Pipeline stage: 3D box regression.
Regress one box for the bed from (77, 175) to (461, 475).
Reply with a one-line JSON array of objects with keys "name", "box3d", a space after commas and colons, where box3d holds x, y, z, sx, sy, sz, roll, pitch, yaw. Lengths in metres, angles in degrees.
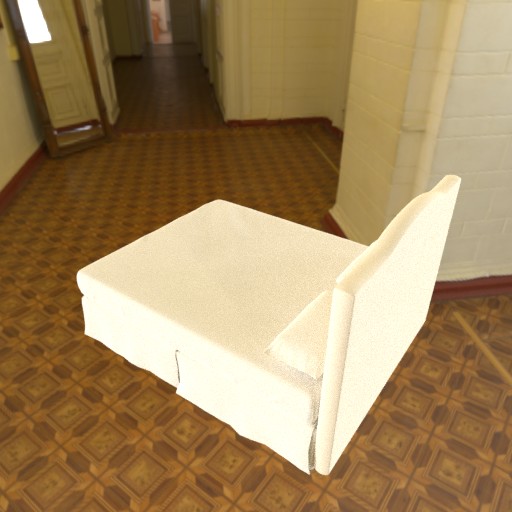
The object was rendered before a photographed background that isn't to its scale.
[{"name": "bed", "box3d": [0.000, 0.000, 3.376, 2.282, 1.436, 1.821, 21, 37, 30]}]
